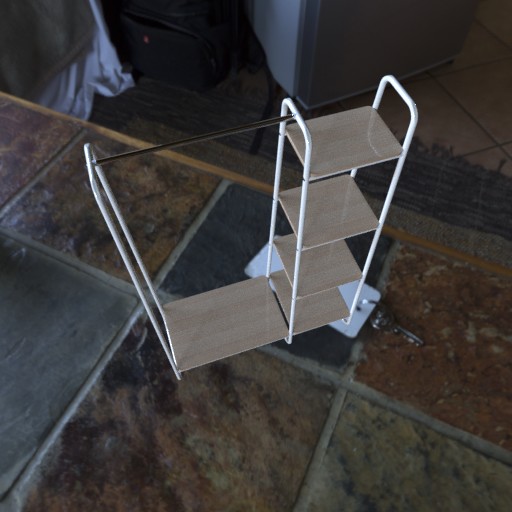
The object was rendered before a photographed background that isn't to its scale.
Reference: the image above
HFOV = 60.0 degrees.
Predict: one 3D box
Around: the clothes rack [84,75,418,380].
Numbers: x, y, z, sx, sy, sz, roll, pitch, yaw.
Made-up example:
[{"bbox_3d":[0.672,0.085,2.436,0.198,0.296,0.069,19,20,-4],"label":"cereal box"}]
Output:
[{"bbox_3d":[0.000,0.000,1.966,1.011,1.500,0.400,-16,59,-10],"label":"clothes rack"}]
